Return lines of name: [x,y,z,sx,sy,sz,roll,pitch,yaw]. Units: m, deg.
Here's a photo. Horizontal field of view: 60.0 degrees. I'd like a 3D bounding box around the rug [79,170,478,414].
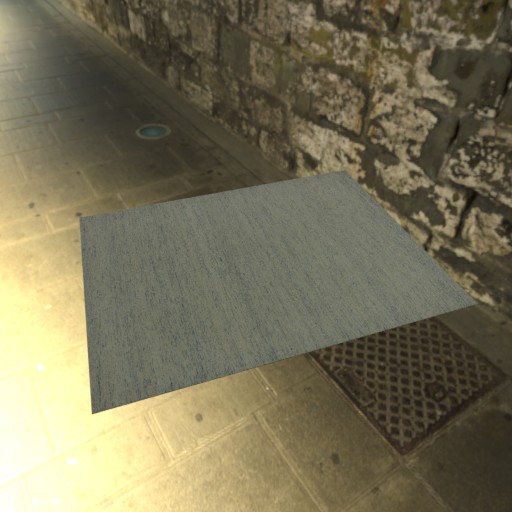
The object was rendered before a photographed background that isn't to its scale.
rug: [0.000,0.000,4.295,3.197,0.006,2.438,-12,42,-14]
